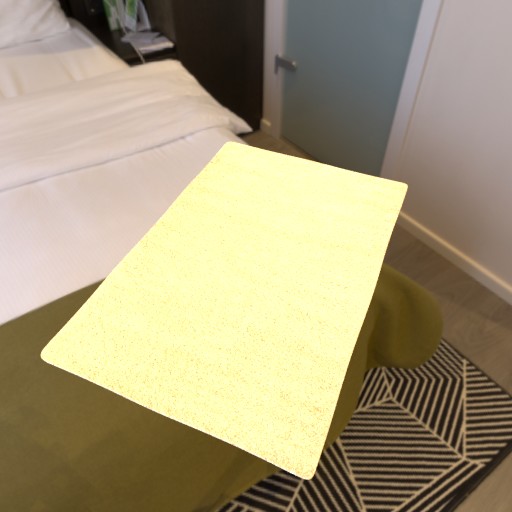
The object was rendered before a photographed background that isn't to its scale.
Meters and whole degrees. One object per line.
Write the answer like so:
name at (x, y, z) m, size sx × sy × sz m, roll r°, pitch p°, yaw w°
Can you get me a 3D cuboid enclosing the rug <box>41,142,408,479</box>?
rug at (0.000, 0.000, 3.363) m, size 1.798 × 0.025 × 2.698 m, roll 18°, pitch 49°, yaw 16°
